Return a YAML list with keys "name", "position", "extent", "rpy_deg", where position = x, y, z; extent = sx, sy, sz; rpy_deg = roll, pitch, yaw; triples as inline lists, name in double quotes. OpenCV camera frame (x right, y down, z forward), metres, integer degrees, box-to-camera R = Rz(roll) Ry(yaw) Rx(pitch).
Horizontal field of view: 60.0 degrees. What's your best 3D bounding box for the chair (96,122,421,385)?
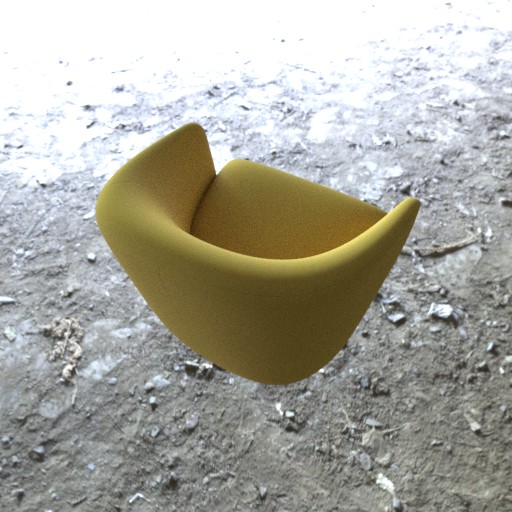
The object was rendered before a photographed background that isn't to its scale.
- name: "chair"
  position: [0.000, 0.000, 1.362]
  extent: [0.773, 0.698, 0.767]
  rpy_deg: [24, 52, 20]
